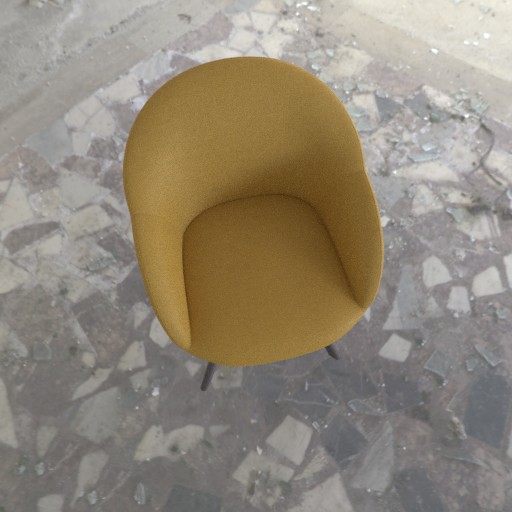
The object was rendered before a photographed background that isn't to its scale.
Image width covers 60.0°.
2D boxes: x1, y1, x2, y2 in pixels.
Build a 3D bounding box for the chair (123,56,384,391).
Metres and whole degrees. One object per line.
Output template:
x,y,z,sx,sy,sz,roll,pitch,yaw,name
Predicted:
0.000,0.000,1.185,0.551,0.793,0.583,-12,63,-6,chair
